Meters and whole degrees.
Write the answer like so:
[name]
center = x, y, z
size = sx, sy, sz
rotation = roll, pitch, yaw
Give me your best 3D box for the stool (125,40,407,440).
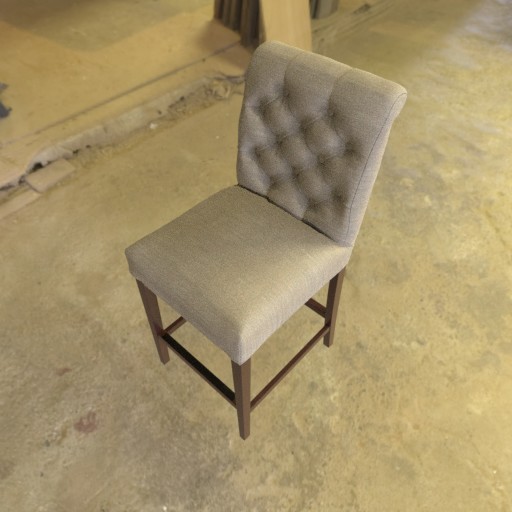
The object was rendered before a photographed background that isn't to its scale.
[stool]
center = 0.000, 0.000, 1.436
size = 0.486, 1.084, 0.660
rotation = 34, 55, 28
